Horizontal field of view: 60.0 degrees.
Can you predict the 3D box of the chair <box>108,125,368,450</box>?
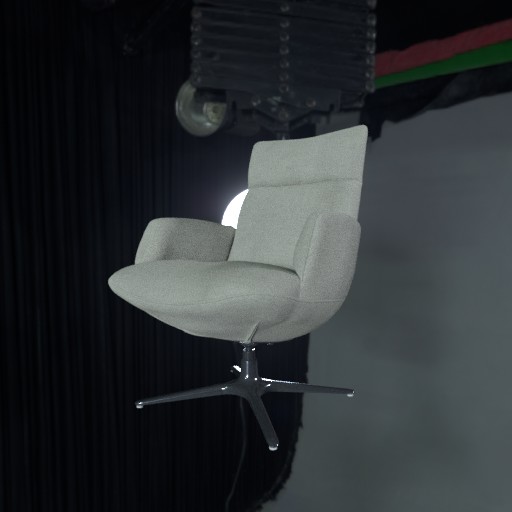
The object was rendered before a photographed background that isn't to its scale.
[{"bbox_3d":[0.000,0.000,1.579,0.711,1.016,0.889,1,2,35],"label":"chair"}]
